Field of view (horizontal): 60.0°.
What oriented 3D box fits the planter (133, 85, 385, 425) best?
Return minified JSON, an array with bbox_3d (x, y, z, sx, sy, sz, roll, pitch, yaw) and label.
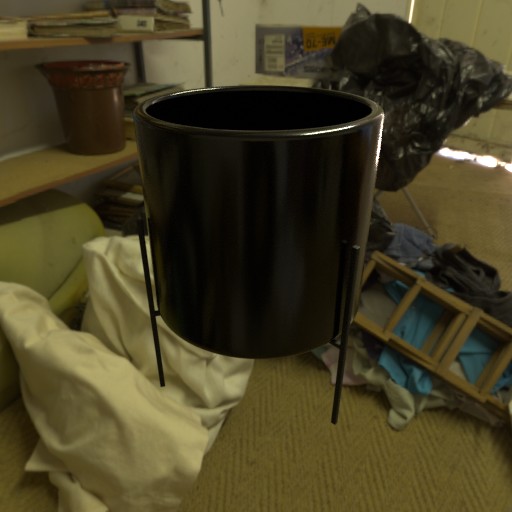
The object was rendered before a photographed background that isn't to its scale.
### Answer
[{"bbox_3d":[0.000,0.000,0.650,0.310,0.432,0.310,0,29,0],"label":"planter"}]
